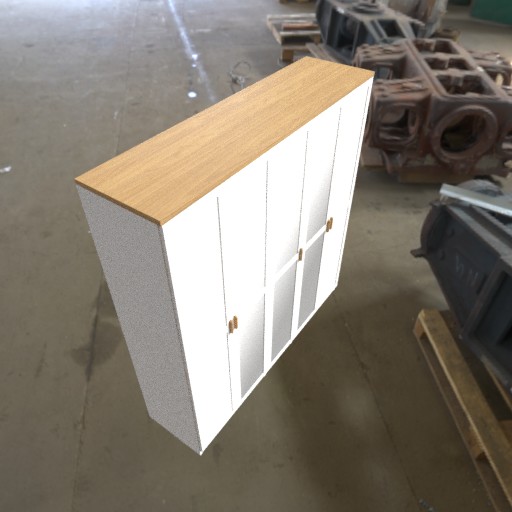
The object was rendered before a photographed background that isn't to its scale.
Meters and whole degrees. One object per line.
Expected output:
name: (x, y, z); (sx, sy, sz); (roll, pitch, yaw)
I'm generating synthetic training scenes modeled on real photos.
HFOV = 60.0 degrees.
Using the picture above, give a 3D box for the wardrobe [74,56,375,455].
wardrobe: (0.000, 0.000, 3.396); (0.590, 2.260, 2.160); (26, 48, 26)
